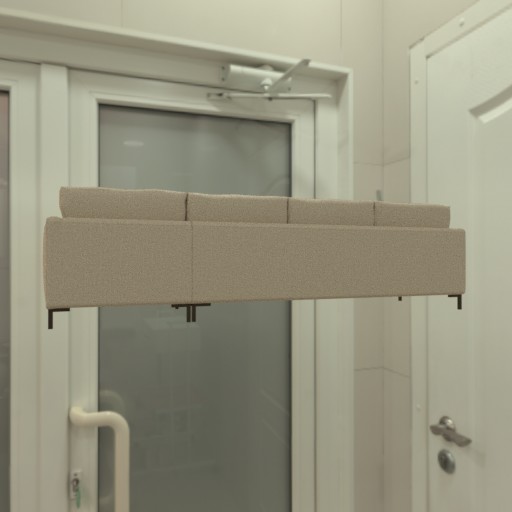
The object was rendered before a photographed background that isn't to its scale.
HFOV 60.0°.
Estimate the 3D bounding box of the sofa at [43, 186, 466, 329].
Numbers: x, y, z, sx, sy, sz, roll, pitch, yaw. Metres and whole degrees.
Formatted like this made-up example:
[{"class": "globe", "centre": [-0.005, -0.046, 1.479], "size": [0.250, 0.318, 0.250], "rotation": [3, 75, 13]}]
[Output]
[{"class": "sofa", "centre": [0.000, 0.000, 3.239], "size": [2.731, 0.755, 1.258], "rotation": [0, 0, -19]}]
